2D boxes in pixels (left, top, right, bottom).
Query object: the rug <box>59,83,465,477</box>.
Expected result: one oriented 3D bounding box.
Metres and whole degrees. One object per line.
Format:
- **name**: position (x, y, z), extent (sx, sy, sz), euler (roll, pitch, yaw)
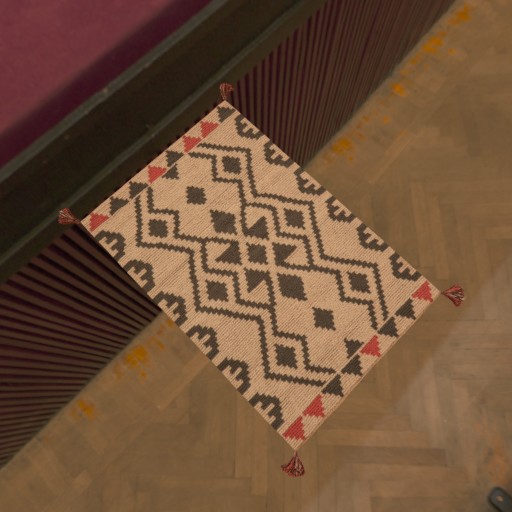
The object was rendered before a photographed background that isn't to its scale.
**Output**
- **rug**: position (0.000, 0.000, 2.624), extent (1.444, 0.067, 2.069), euler (-44, 79, -11)
